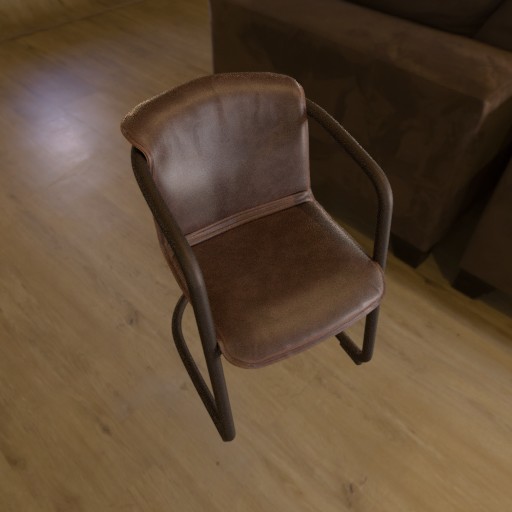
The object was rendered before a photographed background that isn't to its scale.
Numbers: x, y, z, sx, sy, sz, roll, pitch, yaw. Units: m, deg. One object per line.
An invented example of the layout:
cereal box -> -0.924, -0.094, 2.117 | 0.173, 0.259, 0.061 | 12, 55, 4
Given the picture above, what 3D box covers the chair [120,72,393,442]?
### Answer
chair -> 0.000, 0.000, 1.253 | 0.536, 0.836, 0.664 | -23, 51, -20
